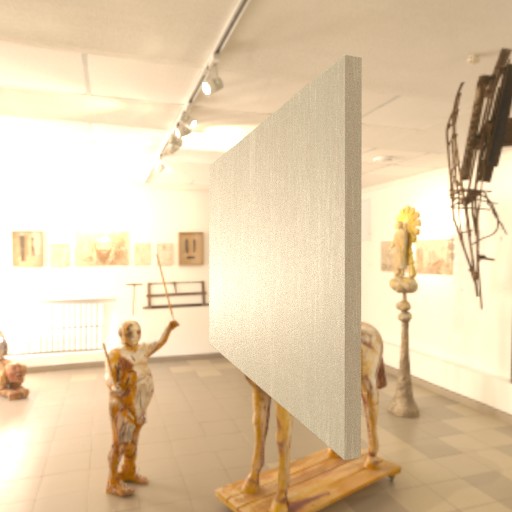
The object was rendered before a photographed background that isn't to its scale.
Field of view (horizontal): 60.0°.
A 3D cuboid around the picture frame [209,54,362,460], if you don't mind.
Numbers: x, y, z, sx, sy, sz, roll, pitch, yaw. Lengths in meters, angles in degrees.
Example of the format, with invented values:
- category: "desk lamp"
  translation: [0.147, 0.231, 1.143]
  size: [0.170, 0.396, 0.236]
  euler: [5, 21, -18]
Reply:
- category: "picture frame"
  translation: [0.000, 0.000, 1.152]
  size: [0.029, 0.640, 0.950]
  euler: [0, 0, -19]
